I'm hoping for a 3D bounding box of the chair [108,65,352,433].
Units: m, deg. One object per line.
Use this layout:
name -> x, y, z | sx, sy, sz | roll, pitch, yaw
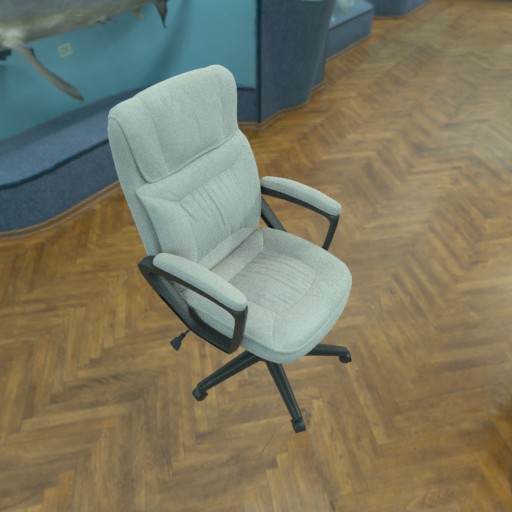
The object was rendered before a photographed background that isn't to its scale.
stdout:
chair -> 0.000, 0.000, 1.559 | 0.724, 1.105, 0.667 | 25, 47, 26
